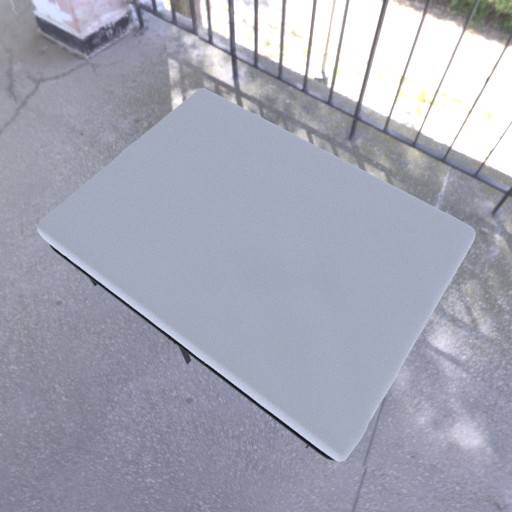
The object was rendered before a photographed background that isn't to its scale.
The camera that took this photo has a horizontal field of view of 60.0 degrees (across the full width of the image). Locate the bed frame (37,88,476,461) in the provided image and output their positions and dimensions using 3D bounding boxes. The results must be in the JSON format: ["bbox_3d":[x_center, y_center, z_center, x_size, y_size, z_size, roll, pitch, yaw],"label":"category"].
[{"bbox_3d":[0.000,0.000,2.536,1.905,0.637,1.372,33,65,18],"label":"bed frame"}]
